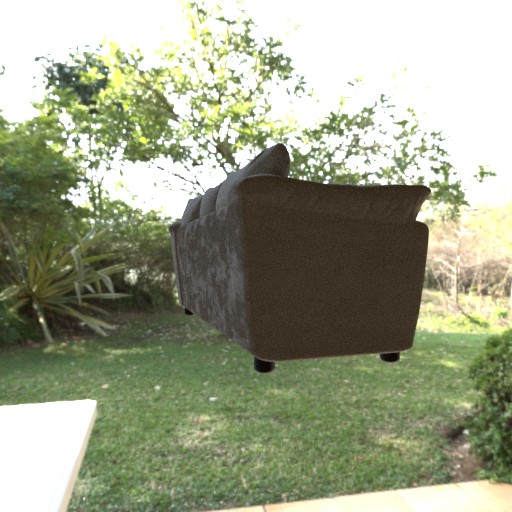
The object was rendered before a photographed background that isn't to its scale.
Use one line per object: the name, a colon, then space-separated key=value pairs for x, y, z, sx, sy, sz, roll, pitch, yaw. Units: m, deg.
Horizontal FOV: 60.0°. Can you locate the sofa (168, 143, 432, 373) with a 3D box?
sofa: x=0.000 y=0.000 z=2.875 sx=0.893 sy=0.981 sz=2.377 roll=0 pitch=0 yaw=-18
